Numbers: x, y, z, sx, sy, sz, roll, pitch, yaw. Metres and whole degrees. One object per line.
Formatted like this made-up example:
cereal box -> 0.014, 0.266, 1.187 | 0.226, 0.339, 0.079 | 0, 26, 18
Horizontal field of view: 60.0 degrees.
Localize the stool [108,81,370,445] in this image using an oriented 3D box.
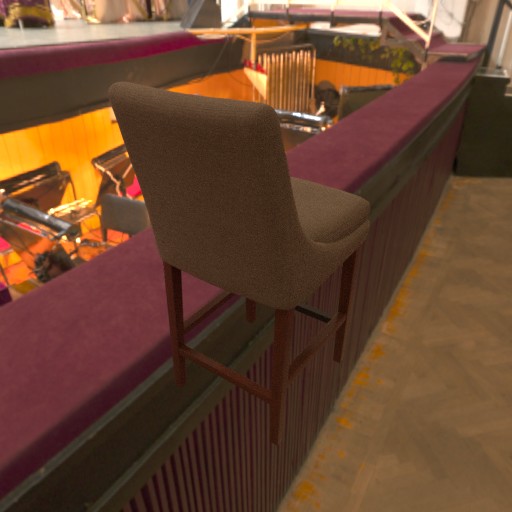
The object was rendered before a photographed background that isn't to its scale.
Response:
stool -> 0.000, 0.000, 1.282 | 0.470, 0.981, 0.577 | 20, 36, 30
